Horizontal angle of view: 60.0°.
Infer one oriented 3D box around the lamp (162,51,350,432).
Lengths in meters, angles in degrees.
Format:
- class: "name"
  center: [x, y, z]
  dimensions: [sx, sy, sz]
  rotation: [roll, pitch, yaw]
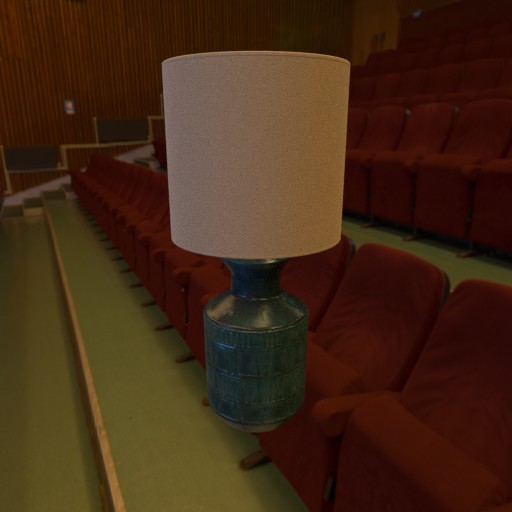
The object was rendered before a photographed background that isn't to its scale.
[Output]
- class: "lamp"
  center: [0.000, 0.000, 0.572]
  dimensions: [0.211, 0.455, 0.211]
  rotation: [-8, 19, -26]
